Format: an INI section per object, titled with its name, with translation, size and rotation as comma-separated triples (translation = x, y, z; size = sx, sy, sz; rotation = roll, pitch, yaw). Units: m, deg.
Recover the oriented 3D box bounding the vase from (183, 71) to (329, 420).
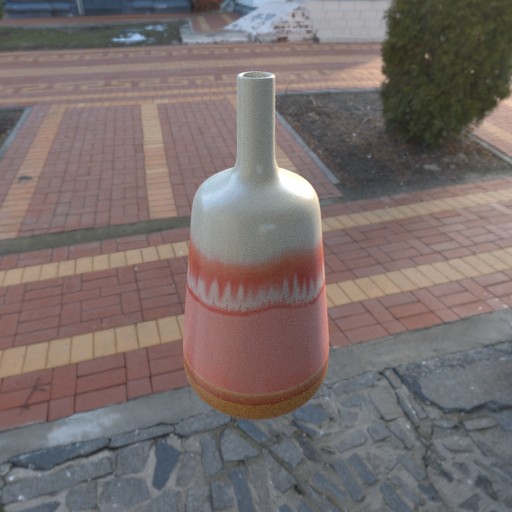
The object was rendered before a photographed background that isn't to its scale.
[vase]
translation = 0.000, 0.000, 0.385
size = 0.144, 0.296, 0.144
rotation = 0, 32, 0
